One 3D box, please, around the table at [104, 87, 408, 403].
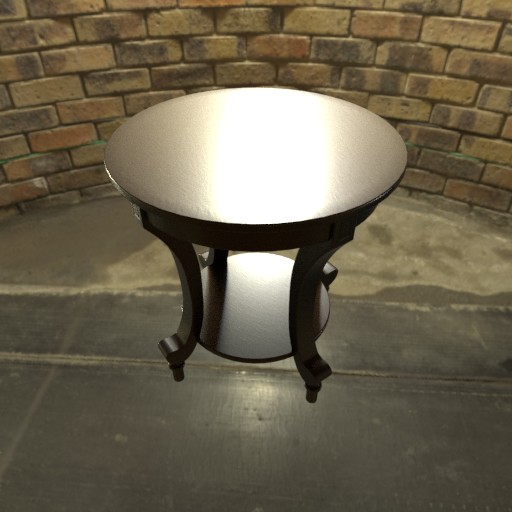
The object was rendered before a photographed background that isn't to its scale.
[{"bbox_3d":[0.000,0.000,1.094,0.597,0.618,0.597,0,40,0],"label":"table"}]
